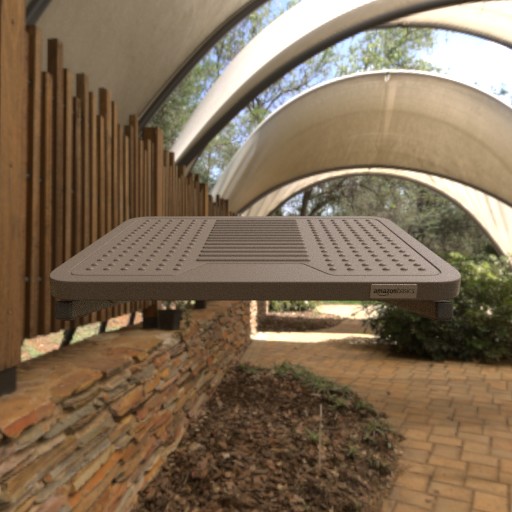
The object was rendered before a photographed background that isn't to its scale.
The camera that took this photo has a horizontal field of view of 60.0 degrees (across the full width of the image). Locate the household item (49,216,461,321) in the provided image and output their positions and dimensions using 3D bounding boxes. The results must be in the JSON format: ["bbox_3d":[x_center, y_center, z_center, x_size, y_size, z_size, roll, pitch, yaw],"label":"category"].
[{"bbox_3d":[0.000,0.000,0.545,0.390,0.126,0.301,0,-1,1],"label":"household item"}]
